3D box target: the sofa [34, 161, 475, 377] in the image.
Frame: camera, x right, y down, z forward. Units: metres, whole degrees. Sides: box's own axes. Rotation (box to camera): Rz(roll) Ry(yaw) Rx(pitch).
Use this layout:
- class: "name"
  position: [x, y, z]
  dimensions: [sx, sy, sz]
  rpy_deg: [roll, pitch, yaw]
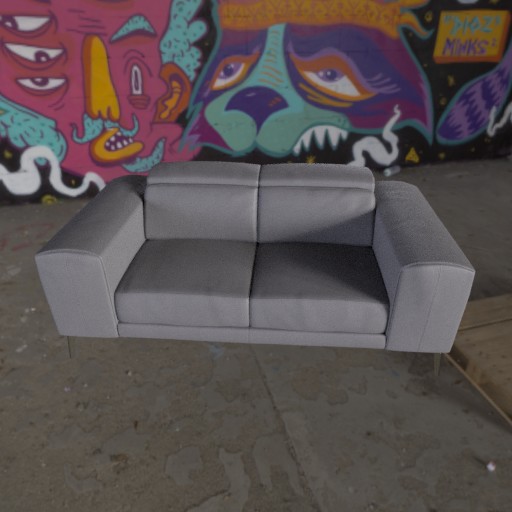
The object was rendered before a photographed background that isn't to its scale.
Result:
- class: "sofa"
  position: [0.000, 0.000, 2.394]
  dimensions: [1.895, 0.779, 1.003]
  rpy_deg: [2, 29, 3]
